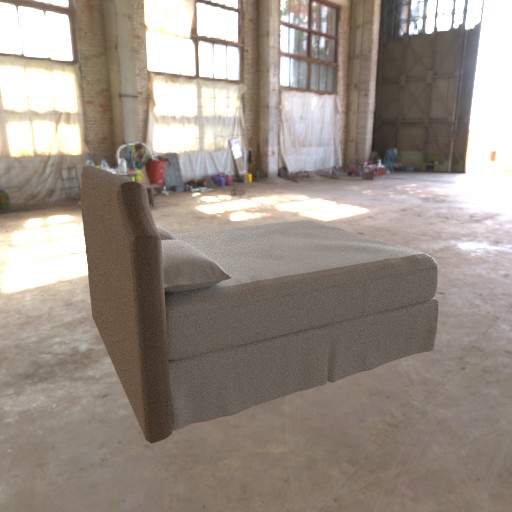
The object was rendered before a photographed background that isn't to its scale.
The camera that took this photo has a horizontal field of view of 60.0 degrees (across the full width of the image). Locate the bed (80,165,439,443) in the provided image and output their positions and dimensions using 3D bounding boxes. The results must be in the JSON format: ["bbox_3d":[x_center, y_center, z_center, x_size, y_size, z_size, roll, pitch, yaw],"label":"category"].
[{"bbox_3d":[0.000,0.000,3.280,2.164,1.303,1.828,-8,17,-27],"label":"bed"}]
